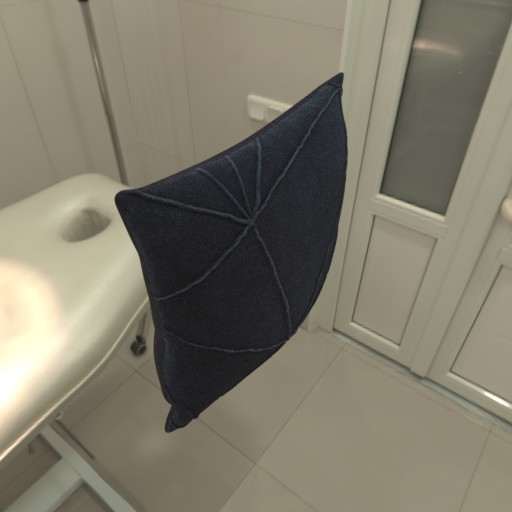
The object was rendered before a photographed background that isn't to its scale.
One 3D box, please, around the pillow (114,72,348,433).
[{"bbox_3d":[0.000,0.000,0.672,0.183,0.440,0.439,27,48,27],"label":"pillow"}]
